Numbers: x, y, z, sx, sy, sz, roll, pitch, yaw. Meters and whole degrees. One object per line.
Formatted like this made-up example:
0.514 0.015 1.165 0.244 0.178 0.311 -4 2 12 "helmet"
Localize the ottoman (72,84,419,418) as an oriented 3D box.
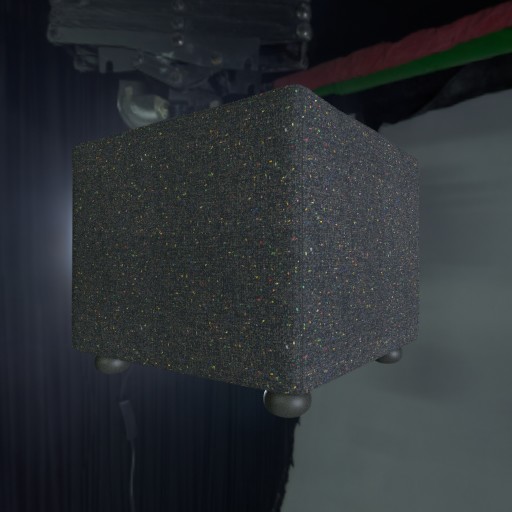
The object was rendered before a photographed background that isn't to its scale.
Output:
0.000 0.000 0.868 0.508 0.432 0.508 -1 -1 36 "ottoman"
